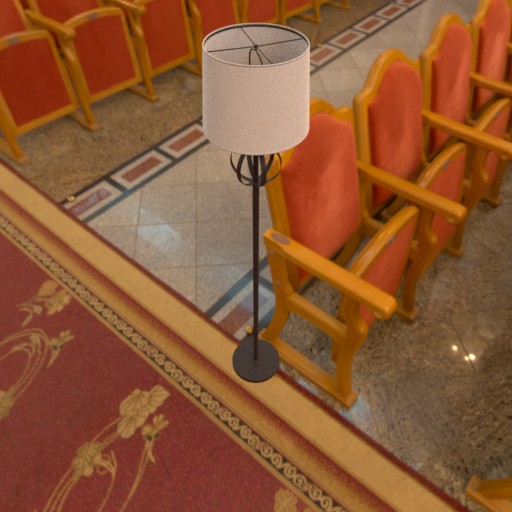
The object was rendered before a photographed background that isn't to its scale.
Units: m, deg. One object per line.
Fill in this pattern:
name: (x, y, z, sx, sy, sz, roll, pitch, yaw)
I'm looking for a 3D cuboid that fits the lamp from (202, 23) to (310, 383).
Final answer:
lamp: (0.000, 0.000, 1.573, 0.286, 1.462, 0.286, 32, 54, 26)
